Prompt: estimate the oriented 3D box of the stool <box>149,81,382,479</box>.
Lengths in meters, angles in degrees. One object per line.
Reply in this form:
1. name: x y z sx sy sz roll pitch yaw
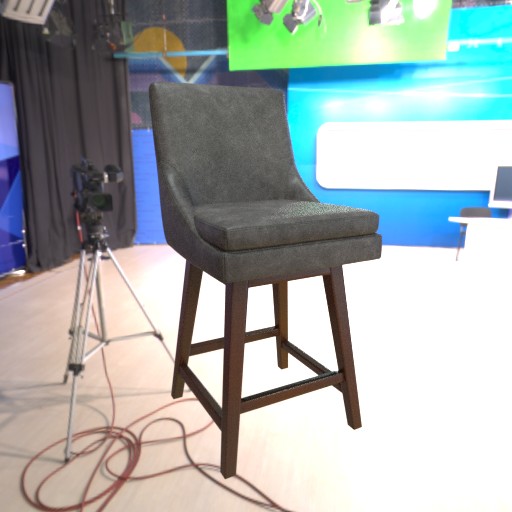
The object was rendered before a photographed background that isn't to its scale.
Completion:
1. stool: 0.000 0.000 1.368 0.492 1.046 0.587 -8 16 -27
